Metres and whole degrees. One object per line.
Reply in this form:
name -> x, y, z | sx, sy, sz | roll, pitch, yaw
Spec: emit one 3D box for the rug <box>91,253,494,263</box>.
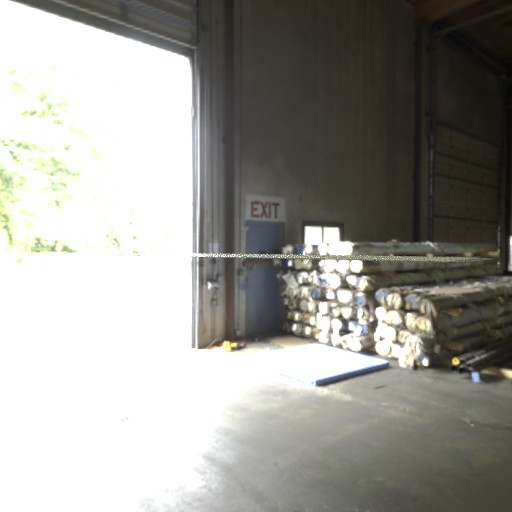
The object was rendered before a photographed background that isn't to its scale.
rug -> 0.000, 0.000, 2.555 | 2.372, 0.008, 0.620 | 1, 2, 36
